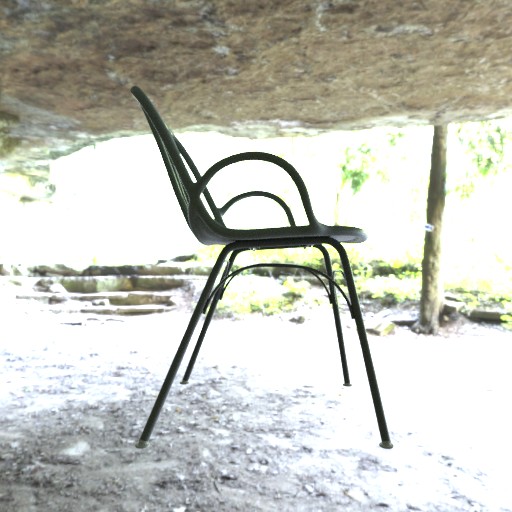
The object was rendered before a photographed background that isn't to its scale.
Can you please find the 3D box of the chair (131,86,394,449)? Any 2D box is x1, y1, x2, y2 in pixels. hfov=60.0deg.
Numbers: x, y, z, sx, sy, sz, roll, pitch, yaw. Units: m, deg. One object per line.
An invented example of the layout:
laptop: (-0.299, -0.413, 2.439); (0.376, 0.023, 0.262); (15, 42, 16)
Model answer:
chair: (0.000, 0.000, 1.185); (0.597, 0.816, 0.549); (0, -1, 1)
